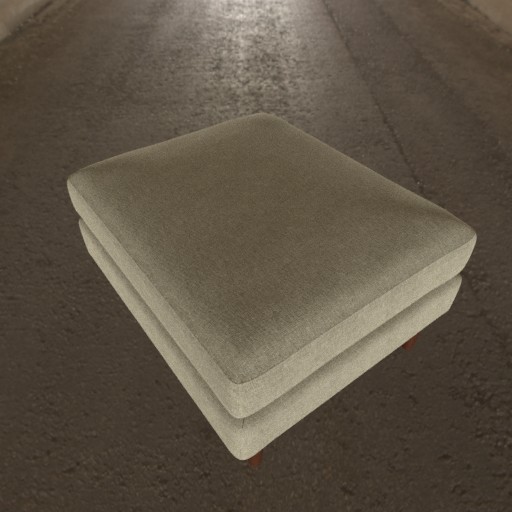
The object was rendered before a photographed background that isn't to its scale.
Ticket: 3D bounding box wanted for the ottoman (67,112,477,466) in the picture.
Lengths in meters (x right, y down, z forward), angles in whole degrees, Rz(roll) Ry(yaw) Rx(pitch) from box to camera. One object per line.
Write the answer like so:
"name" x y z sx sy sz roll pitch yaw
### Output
"ottoman" 0.000 0.000 1.210 0.693 0.474 0.821 -26 48 -27
